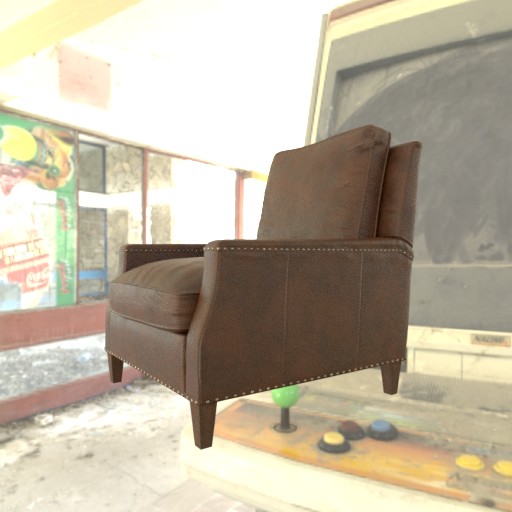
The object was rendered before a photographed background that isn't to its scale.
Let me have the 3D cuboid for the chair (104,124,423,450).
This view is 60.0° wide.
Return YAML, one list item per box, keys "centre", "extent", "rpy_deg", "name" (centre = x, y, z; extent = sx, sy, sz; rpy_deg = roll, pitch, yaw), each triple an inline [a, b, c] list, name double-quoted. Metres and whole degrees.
- centre: [0.000, 0.000, 1.803]
  extent: [1.035, 1.054, 0.854]
  rpy_deg: [0, 0, -35]
  name: "chair"
